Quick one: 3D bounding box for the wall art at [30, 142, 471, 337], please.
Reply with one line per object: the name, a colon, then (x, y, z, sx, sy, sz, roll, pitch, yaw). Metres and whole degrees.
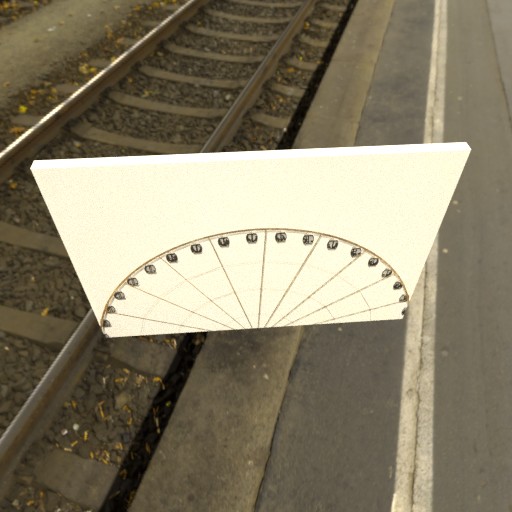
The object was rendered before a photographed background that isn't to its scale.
wall art: (0.000, 0.000, 1.436, 1.144, 0.767, 0.038, -3, 46, -3)
